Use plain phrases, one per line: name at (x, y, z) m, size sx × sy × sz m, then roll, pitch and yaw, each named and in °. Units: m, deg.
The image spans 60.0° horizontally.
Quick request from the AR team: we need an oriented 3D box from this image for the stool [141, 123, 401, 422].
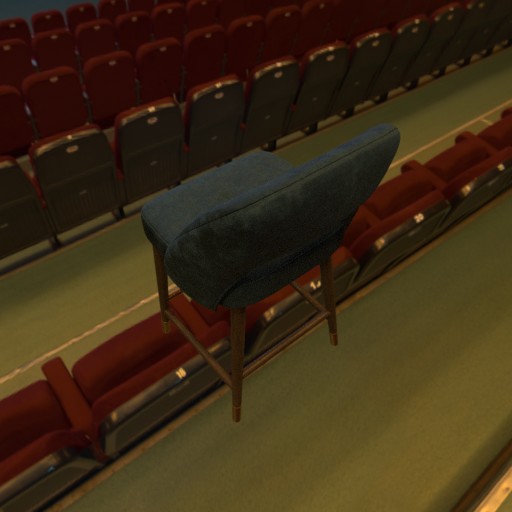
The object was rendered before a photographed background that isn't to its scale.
stool at (0.000, 0.000, 1.255) m, size 0.536 × 0.925 × 0.524 m, roll -31°, pitch 54°, yaw -26°
